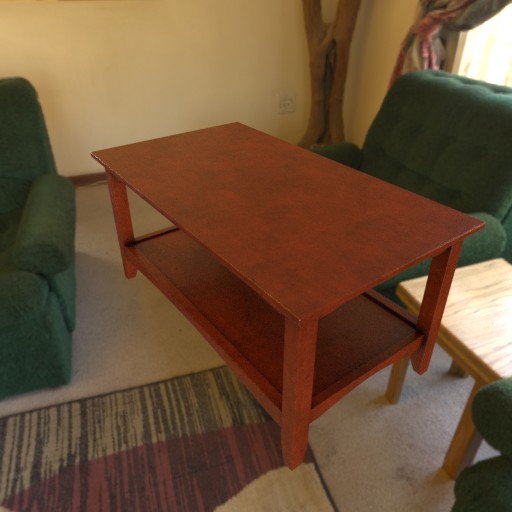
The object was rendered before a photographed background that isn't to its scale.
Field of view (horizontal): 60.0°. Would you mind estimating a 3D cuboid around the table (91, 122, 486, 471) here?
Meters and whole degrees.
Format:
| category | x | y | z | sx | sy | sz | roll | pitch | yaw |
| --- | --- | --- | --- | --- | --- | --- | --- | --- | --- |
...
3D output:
| category | x | y | z | sx | sy | sz | roll | pitch | yaw |
| --- | --- | --- | --- | --- | --- | --- | --- | --- | --- |
| table | 0.000 | 0.000 | 1.258 | 0.533 | 0.456 | 0.943 | -22 | 39 | -30 |
